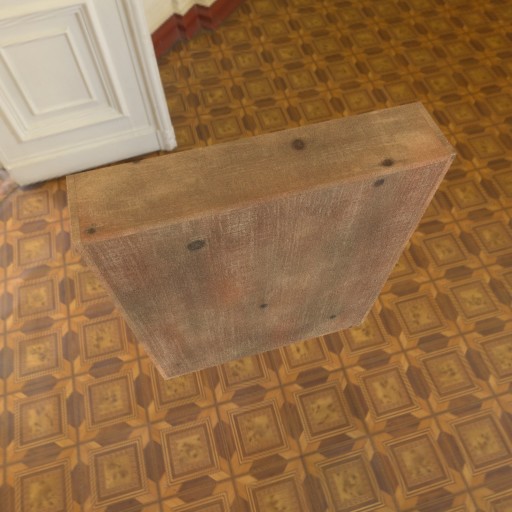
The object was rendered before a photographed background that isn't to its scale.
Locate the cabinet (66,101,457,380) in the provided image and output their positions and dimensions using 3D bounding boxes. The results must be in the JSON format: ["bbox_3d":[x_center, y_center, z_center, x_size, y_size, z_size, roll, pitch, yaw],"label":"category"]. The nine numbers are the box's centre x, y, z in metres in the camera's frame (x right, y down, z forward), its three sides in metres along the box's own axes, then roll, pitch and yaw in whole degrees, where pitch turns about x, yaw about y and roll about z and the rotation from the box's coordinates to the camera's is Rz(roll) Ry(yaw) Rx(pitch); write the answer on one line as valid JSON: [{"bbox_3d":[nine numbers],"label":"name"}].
[{"bbox_3d":[0.000,0.000,0.838,0.489,0.590,0.184,-14,61,-8],"label":"cabinet"}]
